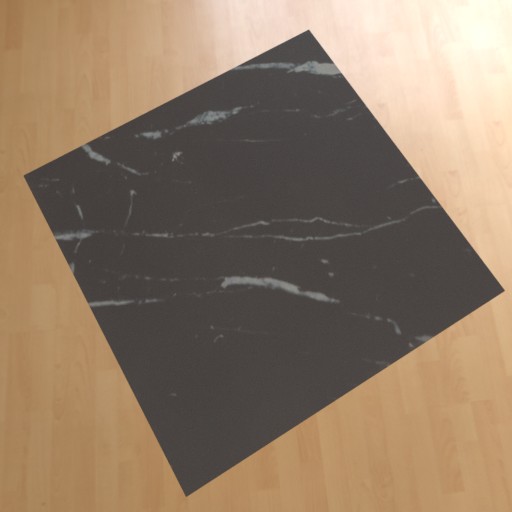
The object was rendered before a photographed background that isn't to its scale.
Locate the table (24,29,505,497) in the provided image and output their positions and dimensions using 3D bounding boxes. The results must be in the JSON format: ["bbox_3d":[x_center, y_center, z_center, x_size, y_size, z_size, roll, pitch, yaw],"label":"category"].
[{"bbox_3d":[0.000,0.000,1.227,0.800,0.450,0.800,-30,77,-7],"label":"table"}]
